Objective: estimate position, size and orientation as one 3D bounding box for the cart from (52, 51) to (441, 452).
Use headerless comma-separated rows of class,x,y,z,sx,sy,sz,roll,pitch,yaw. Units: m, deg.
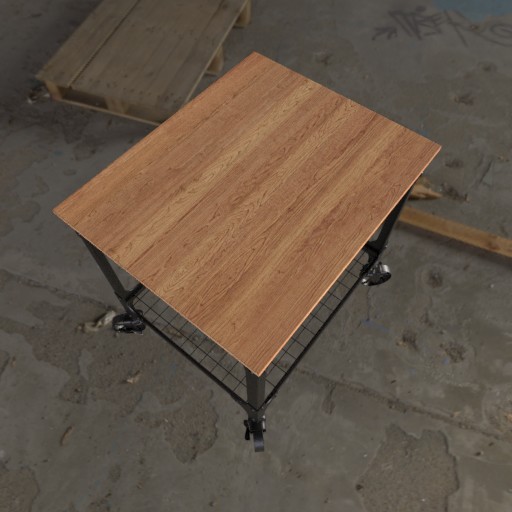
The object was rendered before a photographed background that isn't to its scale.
cart,0.000,0.000,1.108,0.558,0.603,0.666,35,65,18
